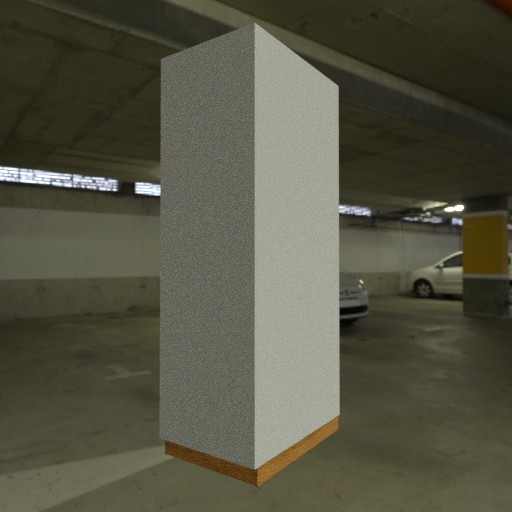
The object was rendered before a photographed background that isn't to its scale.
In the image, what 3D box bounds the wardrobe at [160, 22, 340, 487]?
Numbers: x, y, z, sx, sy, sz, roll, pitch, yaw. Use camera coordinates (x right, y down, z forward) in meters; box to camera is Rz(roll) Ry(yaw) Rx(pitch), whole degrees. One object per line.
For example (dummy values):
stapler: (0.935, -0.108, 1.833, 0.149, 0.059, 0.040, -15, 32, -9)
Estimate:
wardrobe: (0.000, 0.000, 2.461, 0.600, 2.040, 0.860, -1, -1, 36)
